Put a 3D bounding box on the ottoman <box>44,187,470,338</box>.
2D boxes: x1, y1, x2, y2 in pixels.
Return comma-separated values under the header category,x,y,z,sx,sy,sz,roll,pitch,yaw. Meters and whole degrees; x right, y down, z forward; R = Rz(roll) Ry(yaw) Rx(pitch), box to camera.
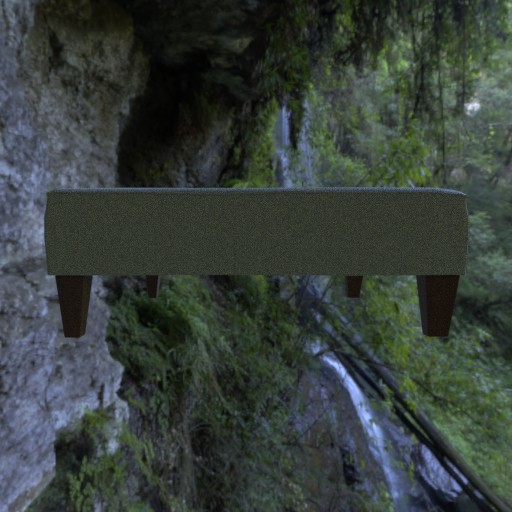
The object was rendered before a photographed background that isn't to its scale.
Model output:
category,x,y,z,sx,sy,sz,roll,pitch,yaw
ottoman,0.000,0.000,1.515,1.004,0.379,0.968,0,1,-1
